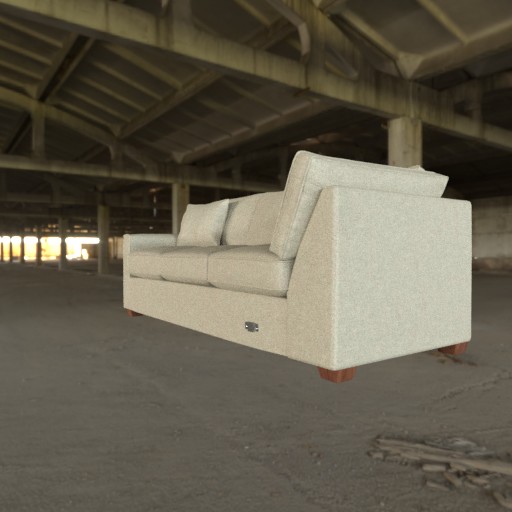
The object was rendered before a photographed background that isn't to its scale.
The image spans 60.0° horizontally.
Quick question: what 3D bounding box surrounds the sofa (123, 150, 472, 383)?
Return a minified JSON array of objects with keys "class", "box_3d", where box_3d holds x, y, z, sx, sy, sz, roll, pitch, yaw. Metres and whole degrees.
[{"class":"sofa","box_3d":[0.000,0.000,2.869,1.061,0.962,2.317,-1,1,-36]}]
